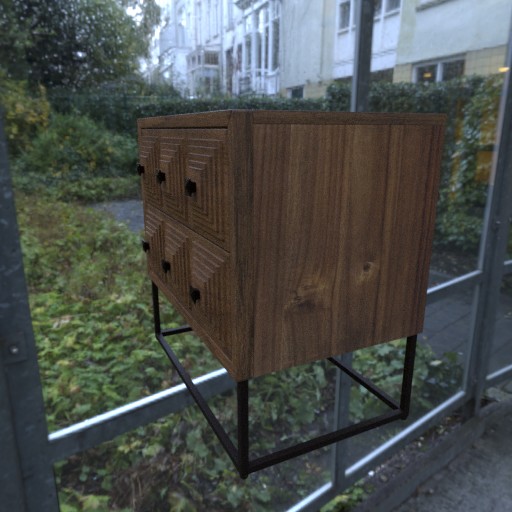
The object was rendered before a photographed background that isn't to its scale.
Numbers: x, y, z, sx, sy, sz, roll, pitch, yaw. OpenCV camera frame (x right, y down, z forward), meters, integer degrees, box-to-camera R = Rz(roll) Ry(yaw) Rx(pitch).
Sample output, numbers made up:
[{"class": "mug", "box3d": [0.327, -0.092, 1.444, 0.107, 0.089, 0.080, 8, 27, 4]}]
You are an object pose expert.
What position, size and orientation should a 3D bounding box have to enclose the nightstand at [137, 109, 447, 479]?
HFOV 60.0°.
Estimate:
[{"class": "nightstand", "box3d": [0.000, 0.000, 1.017, 0.437, 0.610, 0.610, -8, 18, -25]}]
